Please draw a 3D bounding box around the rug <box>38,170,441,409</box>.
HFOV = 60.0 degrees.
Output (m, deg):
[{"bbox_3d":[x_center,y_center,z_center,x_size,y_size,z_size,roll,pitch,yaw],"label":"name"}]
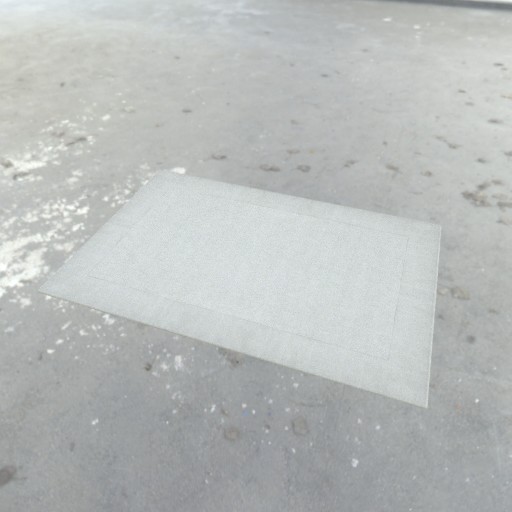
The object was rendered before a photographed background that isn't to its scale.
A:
[{"bbox_3d":[0.000,0.000,2.354,1.829,0.013,1.219,13,43,15],"label":"rug"}]
